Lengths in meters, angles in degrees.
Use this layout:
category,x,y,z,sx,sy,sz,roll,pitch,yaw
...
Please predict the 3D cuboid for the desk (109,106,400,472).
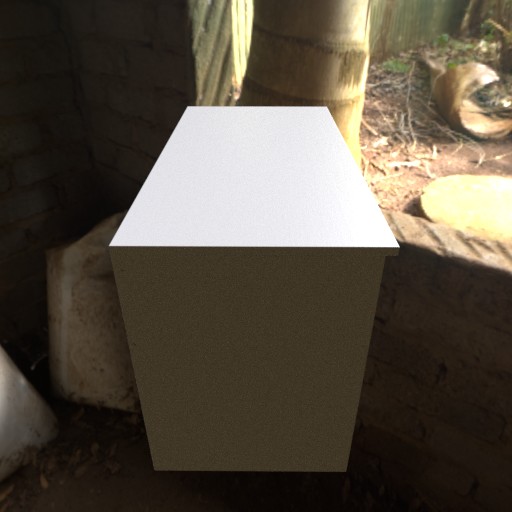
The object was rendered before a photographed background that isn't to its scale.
category,x,y,z,sx,sy,sz,roll,pitch,yaw
desk,0.000,0.000,1.510,0.560,0.730,1.100,0,32,0
